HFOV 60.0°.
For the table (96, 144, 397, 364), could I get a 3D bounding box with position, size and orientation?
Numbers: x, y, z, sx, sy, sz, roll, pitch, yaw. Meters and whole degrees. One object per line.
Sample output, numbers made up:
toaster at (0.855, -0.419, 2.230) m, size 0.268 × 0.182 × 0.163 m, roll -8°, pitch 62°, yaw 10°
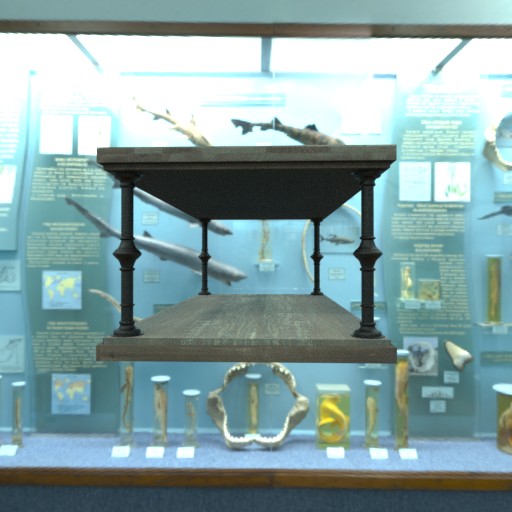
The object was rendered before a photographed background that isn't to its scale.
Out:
table at (0.000, 0.000, 1.359) m, size 0.554 × 0.399 × 1.088 m, roll 0°, pitch 0°, yaw 2°
